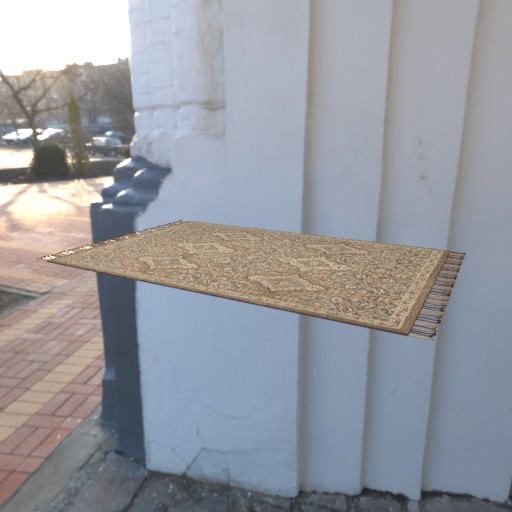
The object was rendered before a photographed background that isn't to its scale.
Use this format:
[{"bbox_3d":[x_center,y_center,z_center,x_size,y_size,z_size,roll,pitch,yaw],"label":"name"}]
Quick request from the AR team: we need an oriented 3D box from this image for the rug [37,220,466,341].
[{"bbox_3d":[0.000,0.000,2.950,2.434,0.010,1.516,8,18,28],"label":"rug"}]
